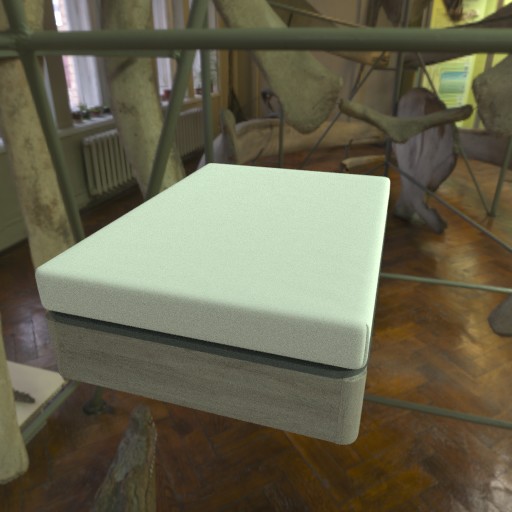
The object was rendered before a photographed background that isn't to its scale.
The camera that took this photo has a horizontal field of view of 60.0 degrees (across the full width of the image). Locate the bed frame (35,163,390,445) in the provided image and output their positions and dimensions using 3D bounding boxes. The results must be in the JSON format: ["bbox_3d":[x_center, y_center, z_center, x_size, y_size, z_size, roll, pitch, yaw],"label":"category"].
[{"bbox_3d":[0.000,0.000,2.579,1.400,0.561,1.900,8,27,16],"label":"bed frame"}]
